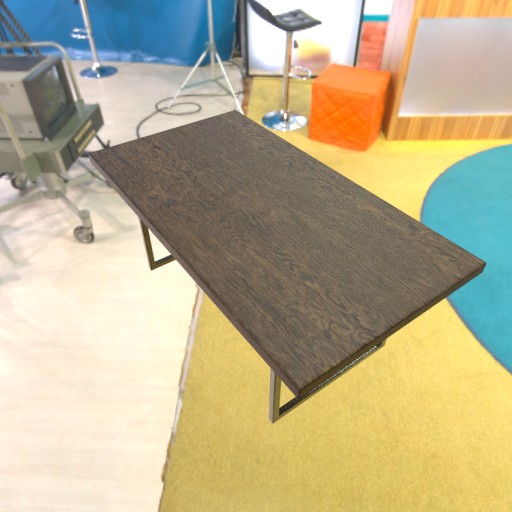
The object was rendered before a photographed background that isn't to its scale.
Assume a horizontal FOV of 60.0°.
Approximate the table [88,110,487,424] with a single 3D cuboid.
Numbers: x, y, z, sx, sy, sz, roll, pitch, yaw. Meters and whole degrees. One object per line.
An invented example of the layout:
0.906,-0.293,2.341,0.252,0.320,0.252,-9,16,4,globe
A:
0.000,0.000,2.582,1.078,0.795,1.989,-26,48,-26,table
